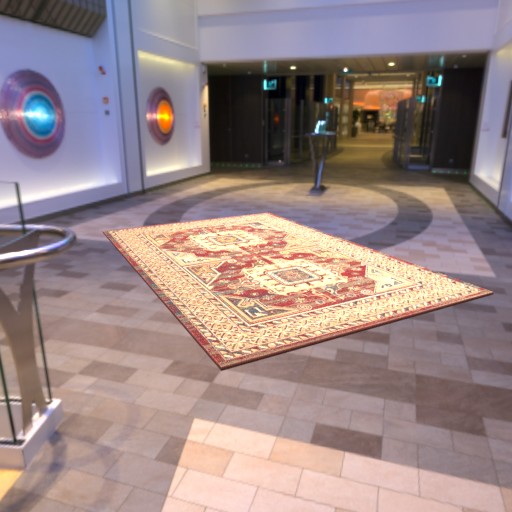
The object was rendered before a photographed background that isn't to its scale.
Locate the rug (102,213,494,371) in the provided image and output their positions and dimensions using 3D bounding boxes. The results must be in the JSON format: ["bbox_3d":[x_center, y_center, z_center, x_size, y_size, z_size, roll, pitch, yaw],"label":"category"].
[{"bbox_3d":[0.000,0.000,5.751,3.033,0.033,4.578,-9,19,-27],"label":"rug"}]
